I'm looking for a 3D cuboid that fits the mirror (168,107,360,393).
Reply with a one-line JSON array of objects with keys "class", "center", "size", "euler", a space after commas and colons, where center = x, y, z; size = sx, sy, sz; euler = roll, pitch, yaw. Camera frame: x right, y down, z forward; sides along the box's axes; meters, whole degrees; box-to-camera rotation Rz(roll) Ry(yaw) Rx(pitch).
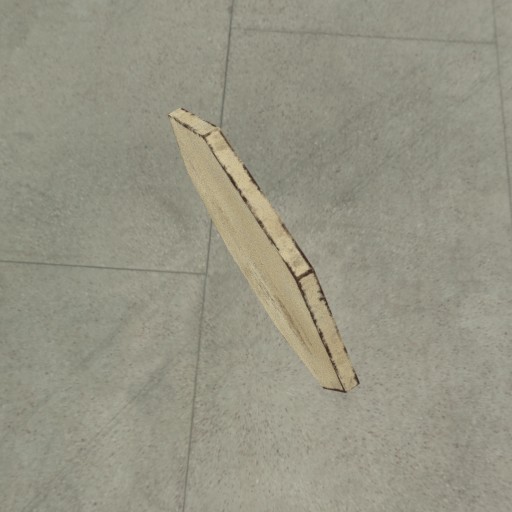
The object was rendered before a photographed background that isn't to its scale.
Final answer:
[{"class": "mirror", "center": [0.000, 0.000, 0.975], "size": [0.031, 0.648, 0.648], "euler": [-31, 77, -8]}]
